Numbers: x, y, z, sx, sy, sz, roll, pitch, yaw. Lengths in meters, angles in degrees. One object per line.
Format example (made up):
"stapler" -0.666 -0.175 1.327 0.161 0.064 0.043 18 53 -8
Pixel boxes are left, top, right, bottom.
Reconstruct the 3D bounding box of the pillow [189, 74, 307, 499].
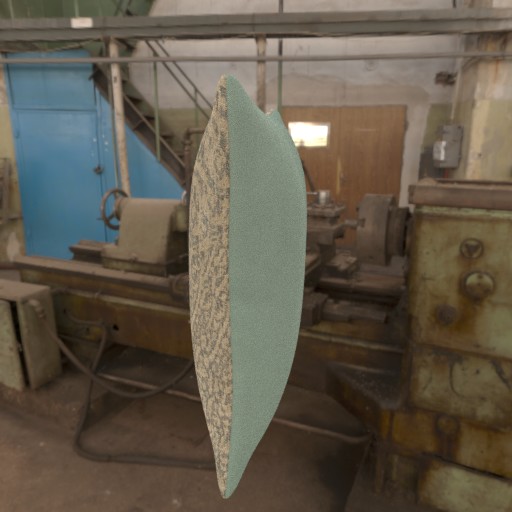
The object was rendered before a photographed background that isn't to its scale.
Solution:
"pillow" 0.000 0.000 0.751 0.166 0.507 0.526 2 15 7
